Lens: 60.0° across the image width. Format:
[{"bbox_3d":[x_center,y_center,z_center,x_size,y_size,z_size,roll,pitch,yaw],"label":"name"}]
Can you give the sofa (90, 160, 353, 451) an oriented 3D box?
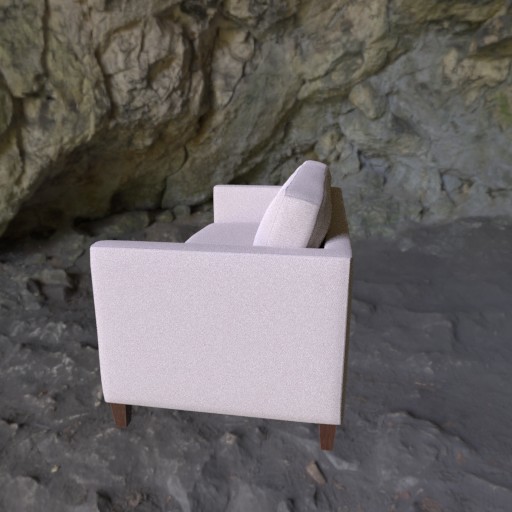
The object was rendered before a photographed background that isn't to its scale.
[{"bbox_3d":[0.000,0.000,2.233,0.873,0.888,1.722,3,16,9],"label":"sofa"}]
